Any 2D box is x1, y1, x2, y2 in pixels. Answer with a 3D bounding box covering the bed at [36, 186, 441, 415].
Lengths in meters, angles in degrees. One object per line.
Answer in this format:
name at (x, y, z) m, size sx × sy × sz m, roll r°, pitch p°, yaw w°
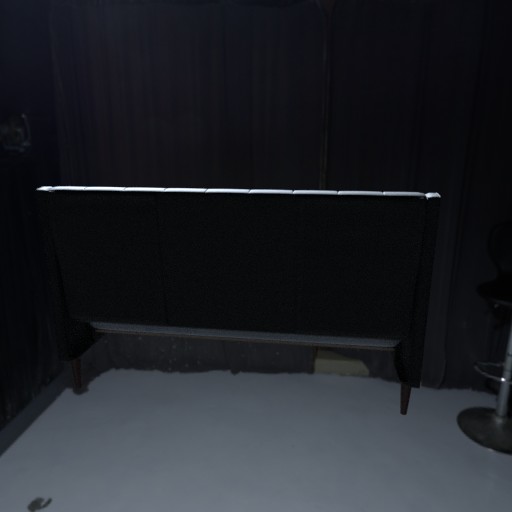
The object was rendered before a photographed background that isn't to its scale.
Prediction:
bed at (0.000, 0.000, 2.535) m, size 1.531 × 0.933 × 1.638 m, roll 2°, pitch 15°, yaw 8°
